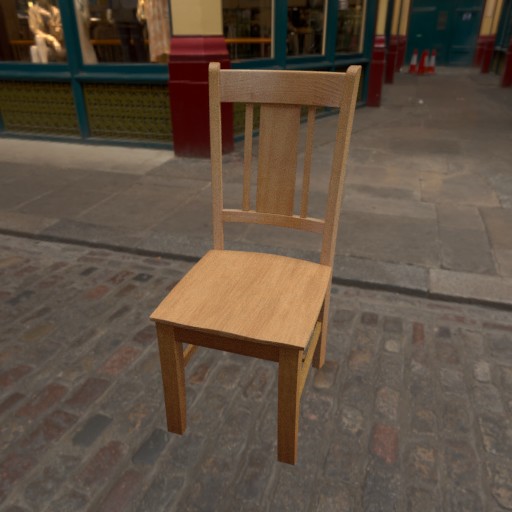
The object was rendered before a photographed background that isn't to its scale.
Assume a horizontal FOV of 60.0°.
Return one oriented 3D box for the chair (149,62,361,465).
[{"bbox_3d":[0.000,0.000,1.293,0.450,0.998,0.556,8,28,15],"label":"chair"}]
